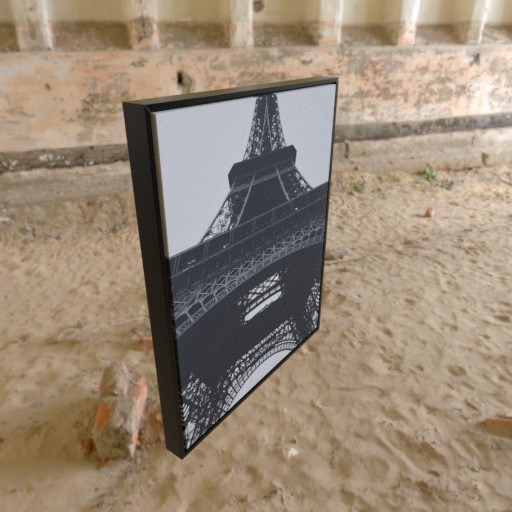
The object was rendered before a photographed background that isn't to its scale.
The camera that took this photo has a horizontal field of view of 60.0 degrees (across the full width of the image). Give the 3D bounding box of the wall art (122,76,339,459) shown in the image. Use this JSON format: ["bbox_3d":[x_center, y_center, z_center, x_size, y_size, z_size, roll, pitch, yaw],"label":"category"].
[{"bbox_3d":[0.000,0.000,0.771,0.039,0.553,0.451,18,32,32],"label":"wall art"}]
